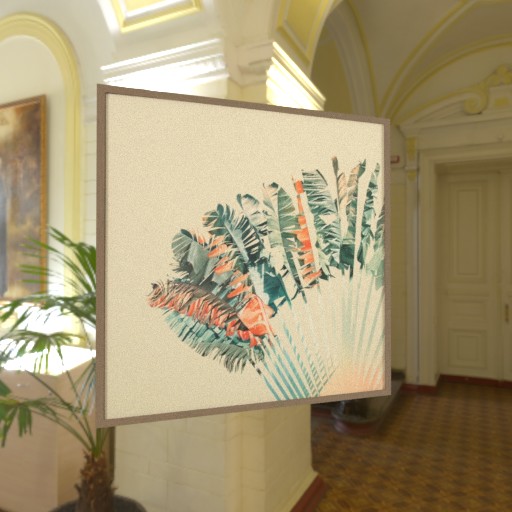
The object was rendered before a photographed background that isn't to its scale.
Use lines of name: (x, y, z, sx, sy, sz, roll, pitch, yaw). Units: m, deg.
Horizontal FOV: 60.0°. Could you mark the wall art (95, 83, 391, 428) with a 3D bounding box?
wall art: (0.000, 0.000, 0.750, 0.508, 0.506, 0.038, 0, -1, -19)
